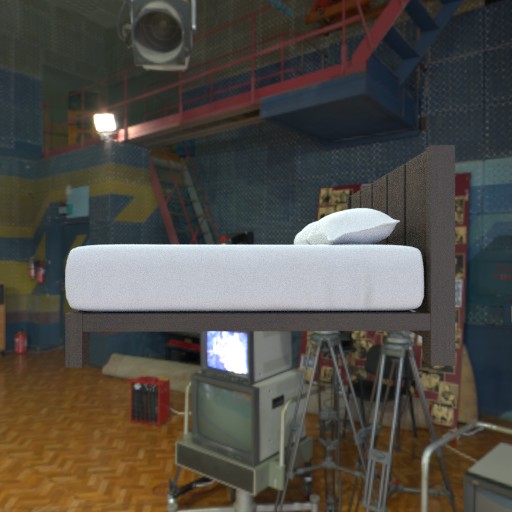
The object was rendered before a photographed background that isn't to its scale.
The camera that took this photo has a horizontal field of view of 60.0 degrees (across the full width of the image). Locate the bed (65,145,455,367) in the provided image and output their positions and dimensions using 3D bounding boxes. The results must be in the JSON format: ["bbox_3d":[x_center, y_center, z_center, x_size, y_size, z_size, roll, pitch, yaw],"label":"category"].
[{"bbox_3d":[0.000,0.000,3.578,2.238,1.261,2.143,0,0,-1],"label":"bed"}]
